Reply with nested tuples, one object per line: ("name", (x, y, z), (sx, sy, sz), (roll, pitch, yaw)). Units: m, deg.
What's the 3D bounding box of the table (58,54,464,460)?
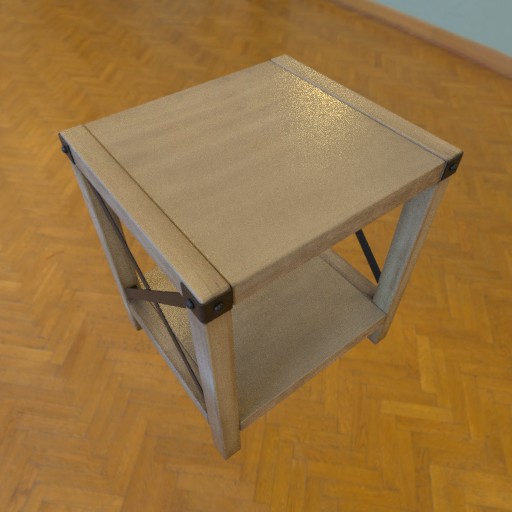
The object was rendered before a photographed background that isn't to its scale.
("table", (0.000, 0.000, 0.928), (0.510, 0.561, 0.459), (-29, 54, -24))
